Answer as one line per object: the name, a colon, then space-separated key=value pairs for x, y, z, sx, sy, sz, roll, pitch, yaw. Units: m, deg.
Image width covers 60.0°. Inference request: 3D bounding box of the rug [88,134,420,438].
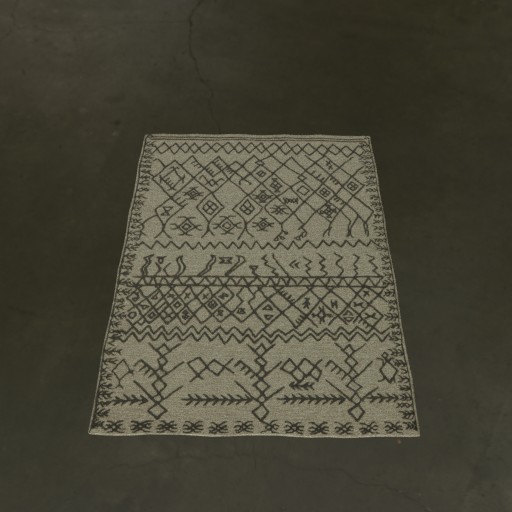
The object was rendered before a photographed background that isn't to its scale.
rug: x=0.000 y=0.000 z=3.215 sx=1.964 sy=0.025 sz=2.455 roll=0 pitch=59 yaw=0
